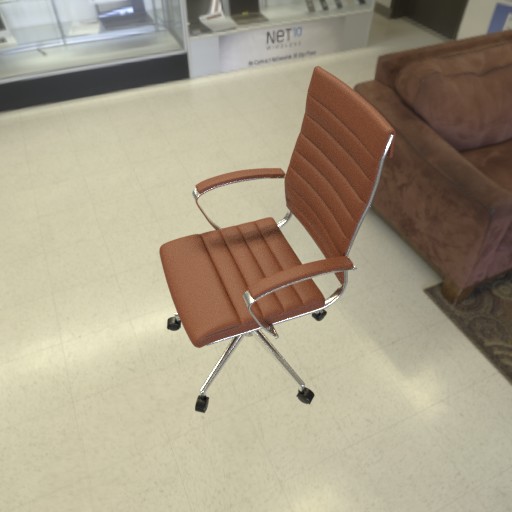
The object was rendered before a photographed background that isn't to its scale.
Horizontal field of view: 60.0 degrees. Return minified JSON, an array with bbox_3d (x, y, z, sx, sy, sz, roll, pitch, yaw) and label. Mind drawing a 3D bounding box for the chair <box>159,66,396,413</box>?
[{"bbox_3d":[0.000,0.000,1.656,0.739,1.149,0.766,-16,49,-15],"label":"chair"}]
